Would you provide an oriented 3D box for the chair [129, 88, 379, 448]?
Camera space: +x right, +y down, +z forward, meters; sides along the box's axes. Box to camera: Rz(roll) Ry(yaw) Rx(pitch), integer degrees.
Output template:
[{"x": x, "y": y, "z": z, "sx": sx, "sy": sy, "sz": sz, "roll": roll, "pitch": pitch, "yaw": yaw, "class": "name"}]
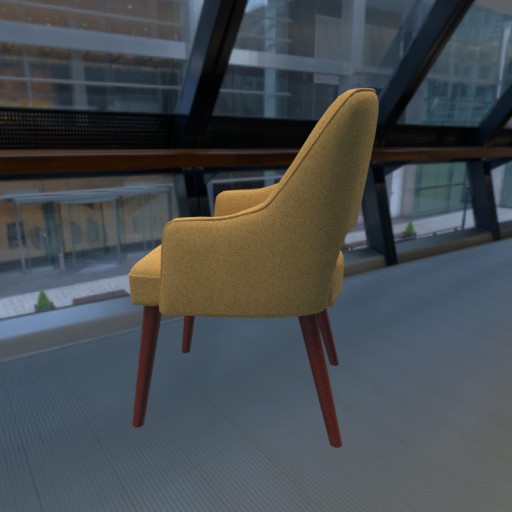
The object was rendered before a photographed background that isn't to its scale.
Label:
[{"x": 0.000, "y": 0.000, "z": 1.230, "sx": 0.605, "sy": 0.849, "sz": 0.548, "roll": 2, "pitch": 16, "yaw": 9, "class": "chair"}]
